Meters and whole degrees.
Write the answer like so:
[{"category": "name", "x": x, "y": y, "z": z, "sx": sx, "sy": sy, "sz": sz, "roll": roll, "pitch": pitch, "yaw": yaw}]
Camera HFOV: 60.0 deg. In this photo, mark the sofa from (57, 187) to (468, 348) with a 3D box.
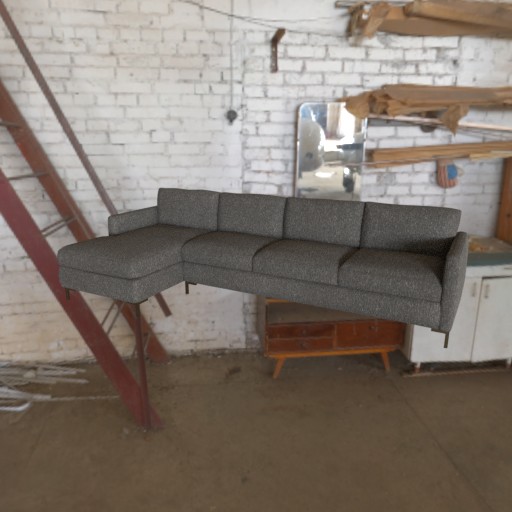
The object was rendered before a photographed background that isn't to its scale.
[{"category": "sofa", "x": 0.000, "y": 0.000, "z": 3.434, "sx": 2.932, "sy": 0.810, "sz": 1.350, "roll": 8, "pitch": 18, "yaw": 27}]
